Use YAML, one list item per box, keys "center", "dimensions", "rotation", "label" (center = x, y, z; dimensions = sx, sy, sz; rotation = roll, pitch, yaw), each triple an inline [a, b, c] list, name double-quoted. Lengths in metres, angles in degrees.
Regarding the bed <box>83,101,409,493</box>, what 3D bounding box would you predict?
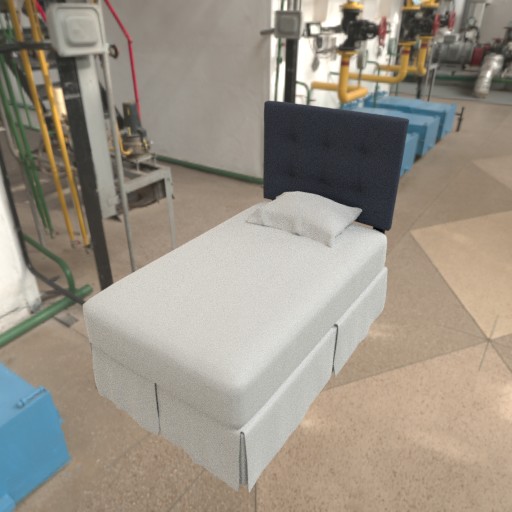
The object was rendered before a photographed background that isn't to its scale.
- center: [0.000, 0.000, 2.924]
  dimensions: [1.261, 1.571, 1.997]
  rotation: [19, 35, 30]
  label: "bed"
